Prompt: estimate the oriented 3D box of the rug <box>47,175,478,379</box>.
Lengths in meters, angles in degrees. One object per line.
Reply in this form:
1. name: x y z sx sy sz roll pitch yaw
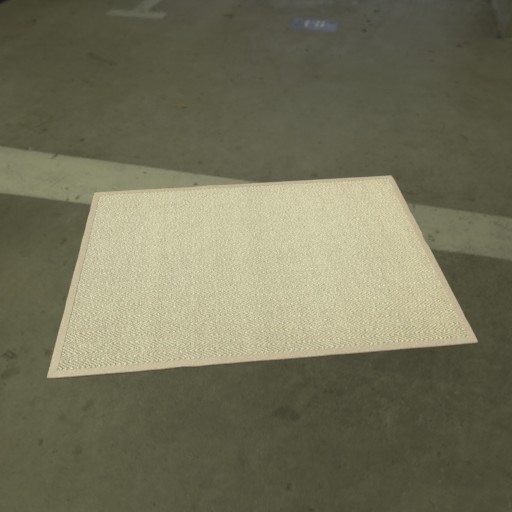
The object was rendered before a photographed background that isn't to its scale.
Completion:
1. rug: 0.000 0.000 2.865 2.290 0.021 1.540 -4 46 -4
